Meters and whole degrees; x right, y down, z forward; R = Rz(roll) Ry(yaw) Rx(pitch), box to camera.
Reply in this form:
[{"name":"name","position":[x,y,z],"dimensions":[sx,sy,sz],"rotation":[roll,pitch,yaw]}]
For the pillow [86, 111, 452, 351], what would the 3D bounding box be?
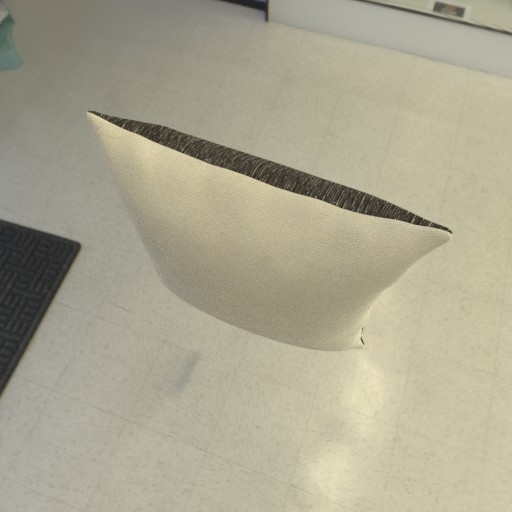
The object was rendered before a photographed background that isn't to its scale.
[{"name":"pillow","position":[0.000,0.000,0.674],"dimensions":[0.433,0.434,0.196],"rotation":[20,65,10]}]
